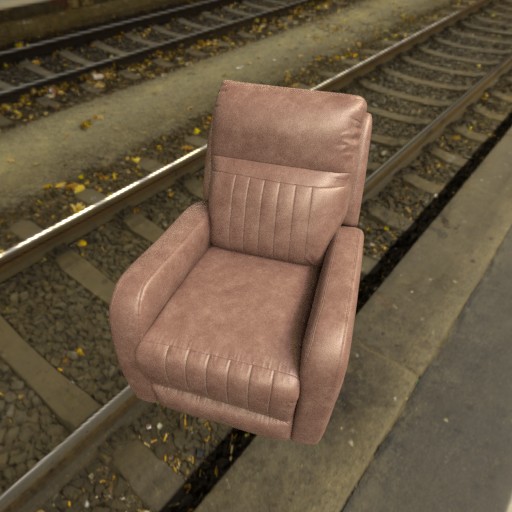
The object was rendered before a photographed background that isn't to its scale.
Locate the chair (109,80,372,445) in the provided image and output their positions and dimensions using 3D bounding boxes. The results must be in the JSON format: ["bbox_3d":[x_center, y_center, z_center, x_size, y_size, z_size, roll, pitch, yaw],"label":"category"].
[{"bbox_3d":[0.000,0.000,1.798,0.865,1.067,1.067,11,42,13],"label":"chair"}]
